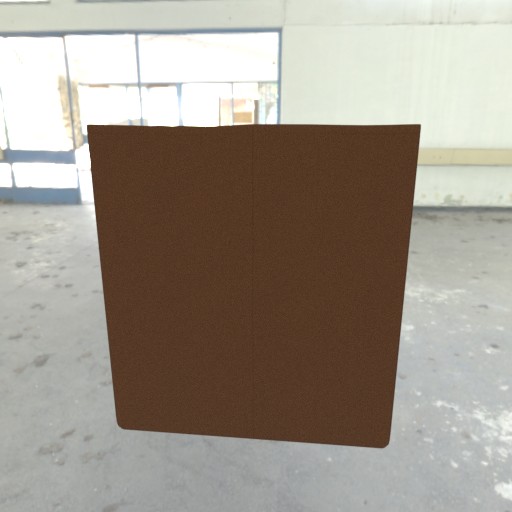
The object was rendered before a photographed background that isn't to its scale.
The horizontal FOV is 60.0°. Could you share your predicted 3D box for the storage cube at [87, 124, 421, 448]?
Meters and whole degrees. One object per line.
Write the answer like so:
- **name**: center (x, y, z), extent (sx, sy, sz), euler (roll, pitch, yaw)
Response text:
- **storage cube**: center (0.000, 0.000, 0.494), extent (0.270, 0.280, 0.270), euler (2, 16, 6)
